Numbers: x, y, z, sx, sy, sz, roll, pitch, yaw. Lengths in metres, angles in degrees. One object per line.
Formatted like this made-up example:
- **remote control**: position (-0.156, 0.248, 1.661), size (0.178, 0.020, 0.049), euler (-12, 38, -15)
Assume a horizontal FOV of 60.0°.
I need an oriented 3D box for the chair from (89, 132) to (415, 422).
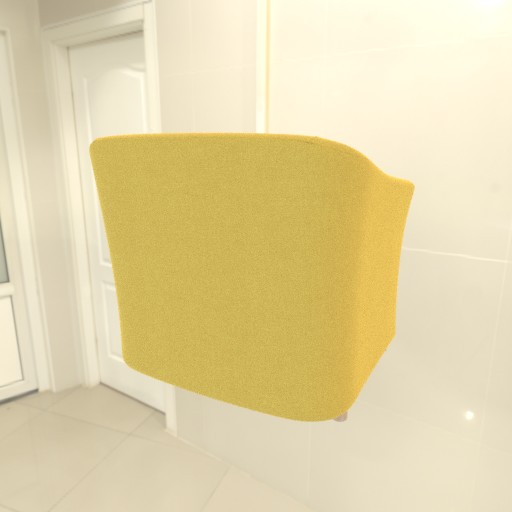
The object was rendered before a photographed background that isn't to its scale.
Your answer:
- **chair**: position (0.000, 0.000, 1.361), size (0.790, 0.720, 0.700), euler (8, 16, 28)
